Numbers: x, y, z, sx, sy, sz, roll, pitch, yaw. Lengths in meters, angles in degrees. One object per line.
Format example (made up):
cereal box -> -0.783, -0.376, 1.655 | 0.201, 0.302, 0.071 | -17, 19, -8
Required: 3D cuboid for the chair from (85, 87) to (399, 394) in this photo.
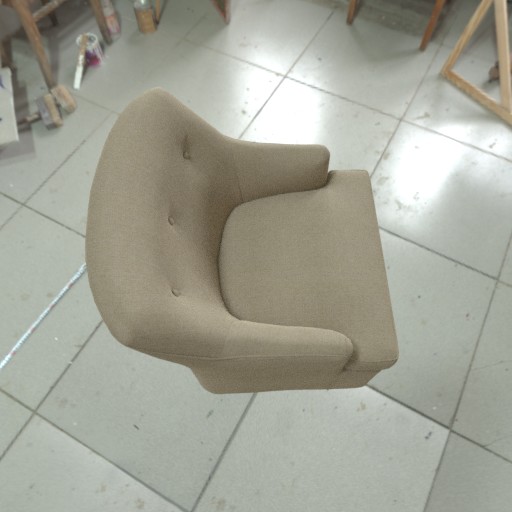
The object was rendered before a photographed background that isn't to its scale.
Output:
chair -> 0.000, 0.000, 1.573 | 0.923, 0.856, 0.864 | -1, 62, 0
